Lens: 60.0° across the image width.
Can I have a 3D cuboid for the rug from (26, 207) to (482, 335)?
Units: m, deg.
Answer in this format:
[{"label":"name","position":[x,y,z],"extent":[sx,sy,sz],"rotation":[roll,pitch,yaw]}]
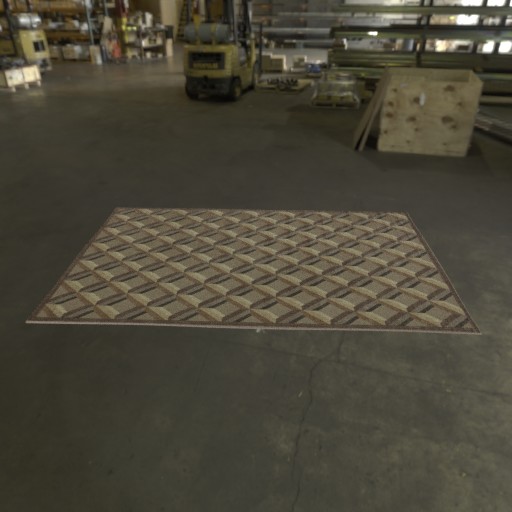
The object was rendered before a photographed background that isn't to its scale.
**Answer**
[{"label":"rug","position":[0.000,0.000,2.082],"extent":[1.677,0.011,1.066],"rotation":[1,30,2]}]
